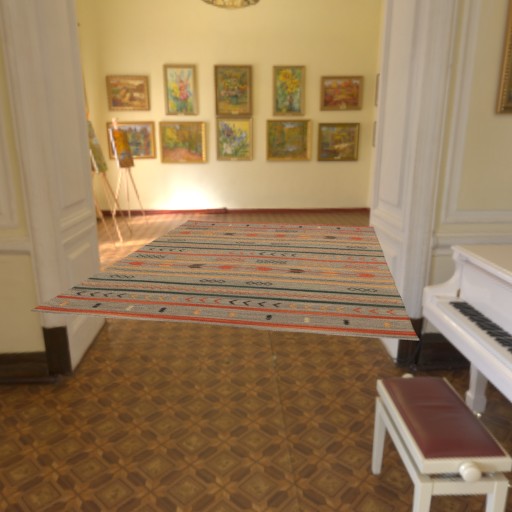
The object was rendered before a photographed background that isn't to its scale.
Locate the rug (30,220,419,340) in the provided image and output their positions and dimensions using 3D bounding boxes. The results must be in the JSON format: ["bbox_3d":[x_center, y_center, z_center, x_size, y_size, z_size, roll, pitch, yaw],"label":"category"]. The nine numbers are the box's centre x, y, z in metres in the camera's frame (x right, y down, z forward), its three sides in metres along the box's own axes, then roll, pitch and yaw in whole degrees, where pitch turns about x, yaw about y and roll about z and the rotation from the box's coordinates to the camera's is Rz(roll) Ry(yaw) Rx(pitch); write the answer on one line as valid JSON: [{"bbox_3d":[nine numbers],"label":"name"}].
[{"bbox_3d":[0.000,0.000,3.933,2.263,0.022,3.029,3,15,10],"label":"rug"}]
